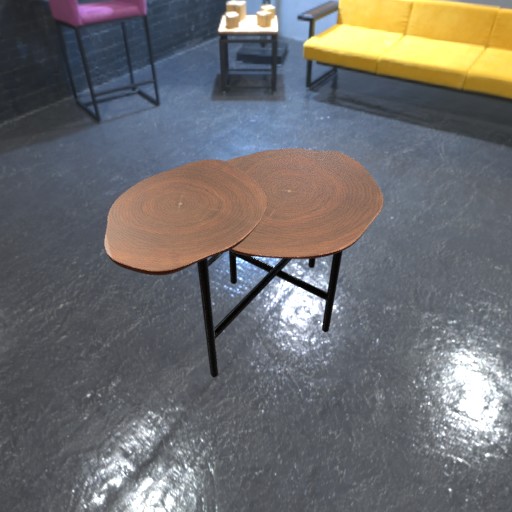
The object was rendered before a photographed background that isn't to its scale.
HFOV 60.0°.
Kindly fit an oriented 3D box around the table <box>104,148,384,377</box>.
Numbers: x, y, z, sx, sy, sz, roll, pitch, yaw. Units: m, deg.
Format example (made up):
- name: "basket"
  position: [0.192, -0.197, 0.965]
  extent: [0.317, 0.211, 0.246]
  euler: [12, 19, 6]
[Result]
- name: "table"
  position: [0.000, 0.000, 1.079]
  extent: [0.442, 0.538, 0.759]
  euler: [26, 48, 26]
